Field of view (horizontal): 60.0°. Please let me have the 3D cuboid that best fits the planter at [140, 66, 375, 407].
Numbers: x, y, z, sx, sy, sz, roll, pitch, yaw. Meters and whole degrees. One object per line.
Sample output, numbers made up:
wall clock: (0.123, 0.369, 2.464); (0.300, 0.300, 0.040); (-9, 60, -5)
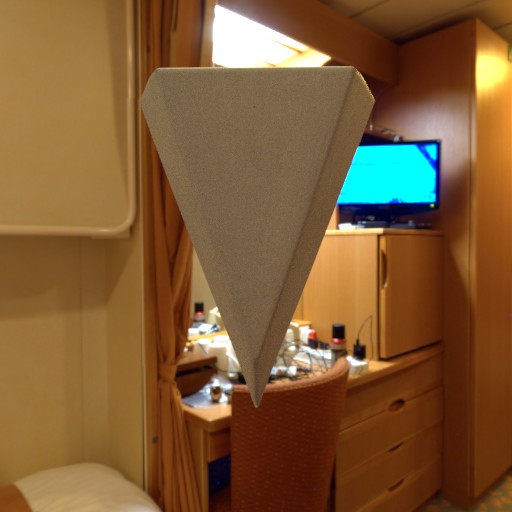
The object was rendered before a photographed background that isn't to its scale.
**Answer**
planter: (0.000, 0.000, 0.261); (0.150, 0.197, 0.060); (0, 1, 1)
